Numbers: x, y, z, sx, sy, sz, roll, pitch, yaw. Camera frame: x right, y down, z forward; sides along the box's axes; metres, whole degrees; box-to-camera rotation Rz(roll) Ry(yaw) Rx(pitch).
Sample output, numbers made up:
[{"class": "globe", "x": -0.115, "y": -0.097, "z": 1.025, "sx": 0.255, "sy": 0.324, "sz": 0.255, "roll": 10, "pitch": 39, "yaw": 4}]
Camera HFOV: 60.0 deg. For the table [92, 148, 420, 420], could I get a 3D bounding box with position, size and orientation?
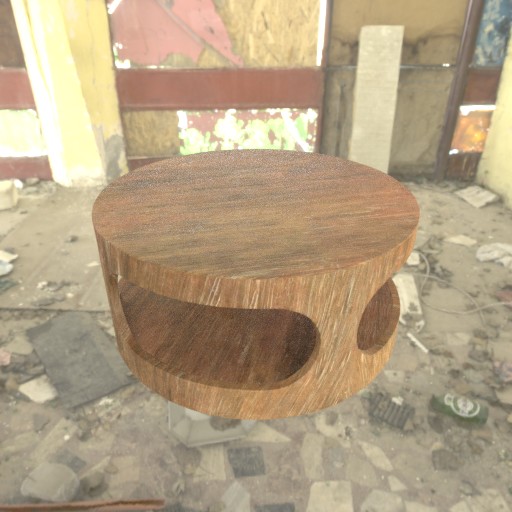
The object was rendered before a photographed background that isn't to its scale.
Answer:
[{"class": "table", "x": 0.000, "y": 0.000, "z": 1.493, "sx": 0.974, "sy": 0.450, "sz": 0.974, "roll": 0, "pitch": 30, "yaw": 0}]
